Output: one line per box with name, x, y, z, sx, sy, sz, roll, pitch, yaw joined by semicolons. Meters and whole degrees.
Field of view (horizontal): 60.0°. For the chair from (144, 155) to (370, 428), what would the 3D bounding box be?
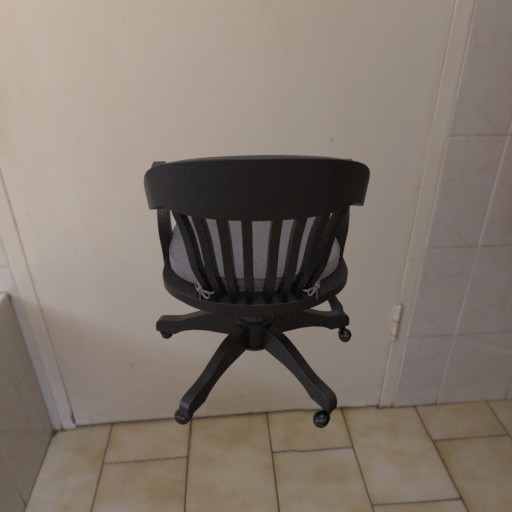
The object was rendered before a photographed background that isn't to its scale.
chair;0.000;0.000;1.429;0.750;0.878;0.788;-1;29;-2
